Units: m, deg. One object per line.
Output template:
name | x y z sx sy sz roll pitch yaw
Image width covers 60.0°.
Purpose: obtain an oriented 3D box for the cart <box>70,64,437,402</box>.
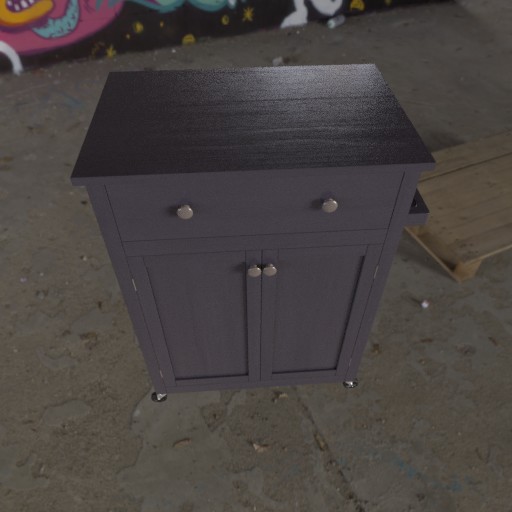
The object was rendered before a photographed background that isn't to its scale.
cart | 0.000 0.000 1.256 0.690 0.878 0.449 -3 46 -3
